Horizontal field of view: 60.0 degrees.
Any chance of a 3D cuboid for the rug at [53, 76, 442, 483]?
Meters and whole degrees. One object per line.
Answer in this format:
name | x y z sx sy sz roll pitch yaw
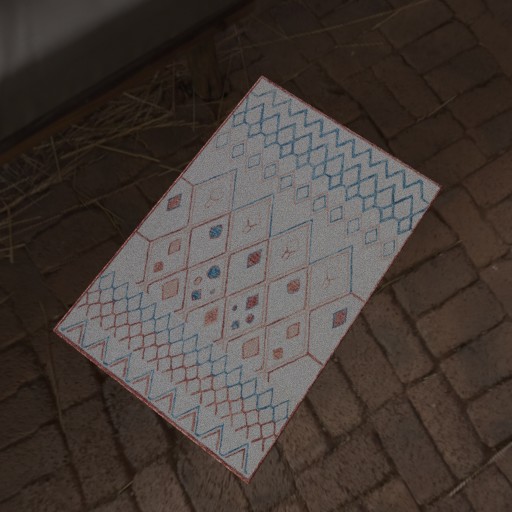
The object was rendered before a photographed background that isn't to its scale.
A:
rug | 0.000 0.000 2.340 1.219 0.016 1.829 35 78 8
